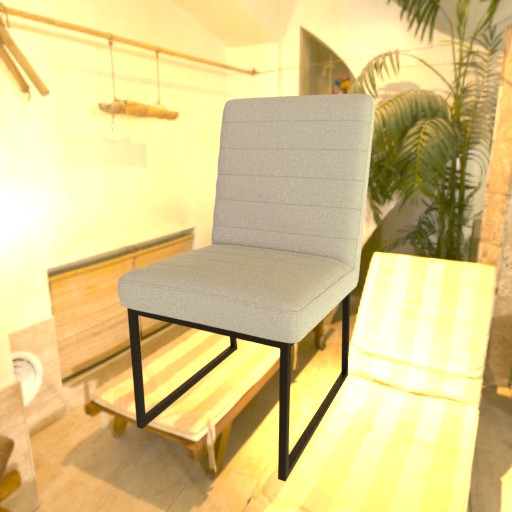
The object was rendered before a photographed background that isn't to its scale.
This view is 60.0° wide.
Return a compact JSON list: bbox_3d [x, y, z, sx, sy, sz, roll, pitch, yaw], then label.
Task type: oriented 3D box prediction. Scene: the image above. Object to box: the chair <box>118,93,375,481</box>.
[{"bbox_3d":[0.000,0.000,1.306,0.520,0.930,0.634,7,17,26],"label":"chair"}]
